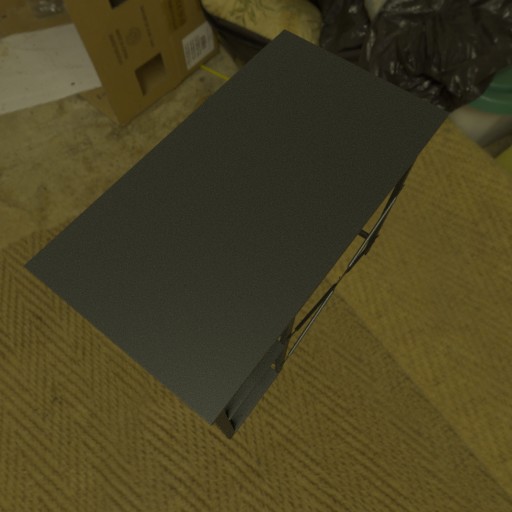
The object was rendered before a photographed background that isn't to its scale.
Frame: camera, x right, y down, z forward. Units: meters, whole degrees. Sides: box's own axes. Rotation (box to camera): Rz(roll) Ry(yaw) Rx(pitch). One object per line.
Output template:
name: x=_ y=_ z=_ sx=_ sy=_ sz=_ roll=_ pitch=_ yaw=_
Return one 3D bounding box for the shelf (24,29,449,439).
shelf: x=0.000 y=0.000 z=1.326 sx=0.498 sy=0.749 sz=0.902 roll=35 pitch=69 yaw=16
